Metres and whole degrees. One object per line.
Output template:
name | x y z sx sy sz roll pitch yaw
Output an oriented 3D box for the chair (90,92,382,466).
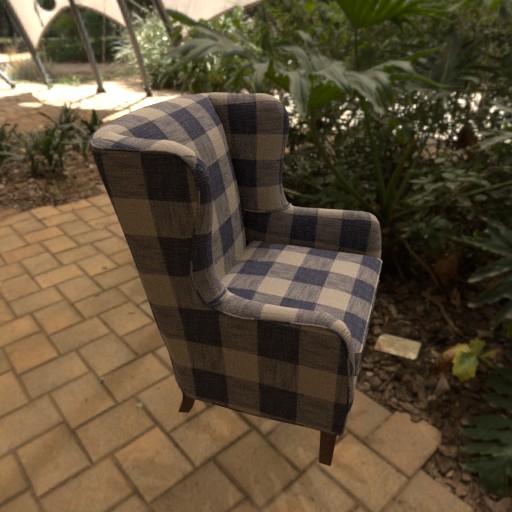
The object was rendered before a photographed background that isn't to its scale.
chair | 0.000 0.000 1.651 0.889 1.041 0.830 10 31 17
